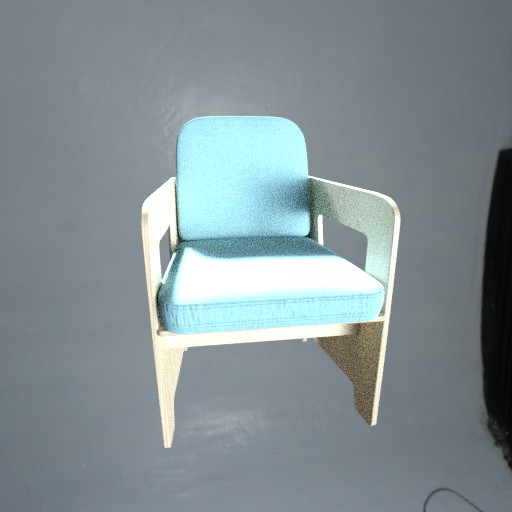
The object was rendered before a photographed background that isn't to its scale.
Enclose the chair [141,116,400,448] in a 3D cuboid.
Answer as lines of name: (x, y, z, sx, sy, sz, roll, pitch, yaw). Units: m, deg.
chair: (0.000, 0.000, 1.295, 0.590, 0.800, 0.710, -3, 16, -9)
